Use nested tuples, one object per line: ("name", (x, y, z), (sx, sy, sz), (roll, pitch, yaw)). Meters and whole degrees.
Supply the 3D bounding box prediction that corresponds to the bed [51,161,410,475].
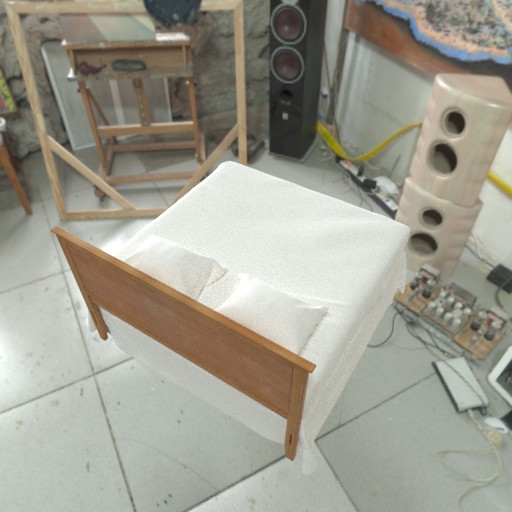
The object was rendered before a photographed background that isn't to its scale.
("bed", (0.000, 0.000, 3.731), (2.317, 1.270, 2.215), (25, 50, 22))
